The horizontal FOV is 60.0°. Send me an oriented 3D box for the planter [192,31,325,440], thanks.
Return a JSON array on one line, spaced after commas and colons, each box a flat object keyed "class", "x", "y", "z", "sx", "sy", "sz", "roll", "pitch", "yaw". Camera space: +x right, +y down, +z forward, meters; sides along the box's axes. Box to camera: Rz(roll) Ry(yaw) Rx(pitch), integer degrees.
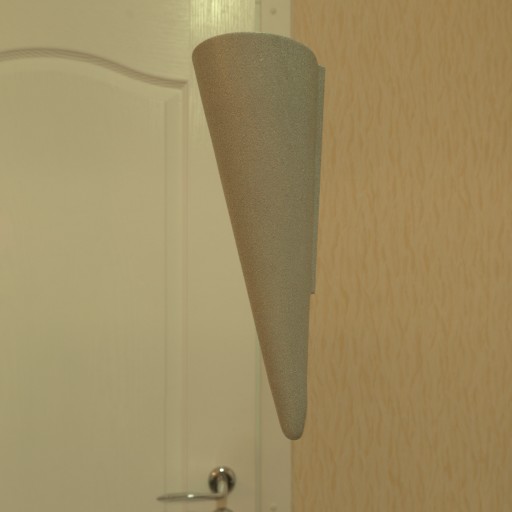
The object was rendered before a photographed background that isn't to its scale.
[{"class": "planter", "x": 0.000, "y": 0.000, "z": 0.218, "sx": 0.064, "sy": 0.191, "sz": 0.057, "roll": 0, "pitch": 0, "yaw": -35}]
